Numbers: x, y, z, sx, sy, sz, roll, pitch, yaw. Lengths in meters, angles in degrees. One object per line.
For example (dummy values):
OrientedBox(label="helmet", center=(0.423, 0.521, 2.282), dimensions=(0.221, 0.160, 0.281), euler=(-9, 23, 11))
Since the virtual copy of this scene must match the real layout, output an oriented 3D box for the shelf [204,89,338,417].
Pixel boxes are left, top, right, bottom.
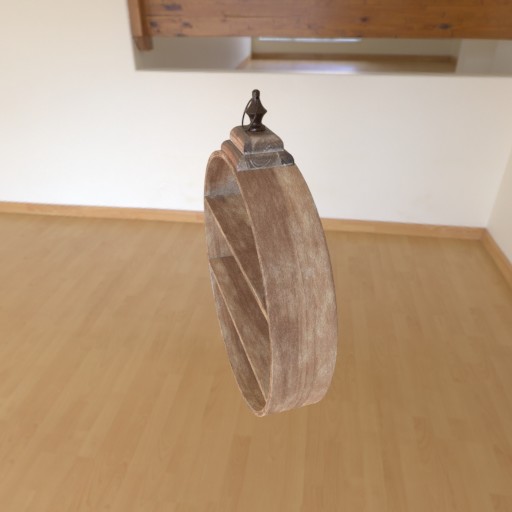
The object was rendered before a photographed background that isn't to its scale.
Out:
OrientedBox(label="shelf", center=(0.000, 0.000, 1.014), dimensions=(0.125, 0.725, 0.601), euler=(-9, 32, -15))
